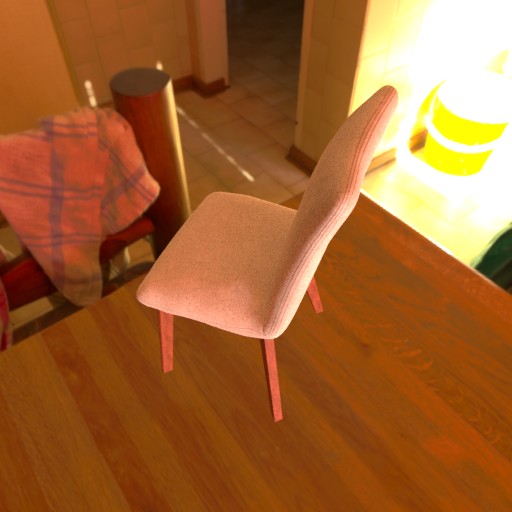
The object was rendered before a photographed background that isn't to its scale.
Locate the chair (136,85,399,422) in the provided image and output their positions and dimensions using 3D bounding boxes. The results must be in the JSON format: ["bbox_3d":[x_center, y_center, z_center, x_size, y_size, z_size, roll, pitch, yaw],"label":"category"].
[{"bbox_3d":[0.000,0.000,1.324,0.563,0.974,0.522,17,50,15],"label":"chair"}]
